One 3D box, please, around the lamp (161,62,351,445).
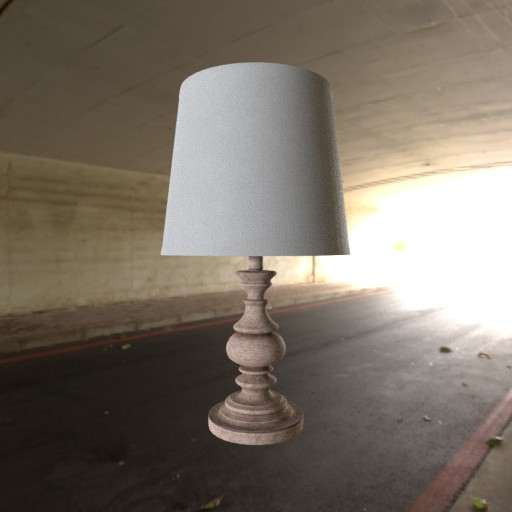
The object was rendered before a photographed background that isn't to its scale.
[{"bbox_3d":[0.000,0.000,0.649,0.273,0.497,0.273,0,1,0],"label":"lamp"}]
